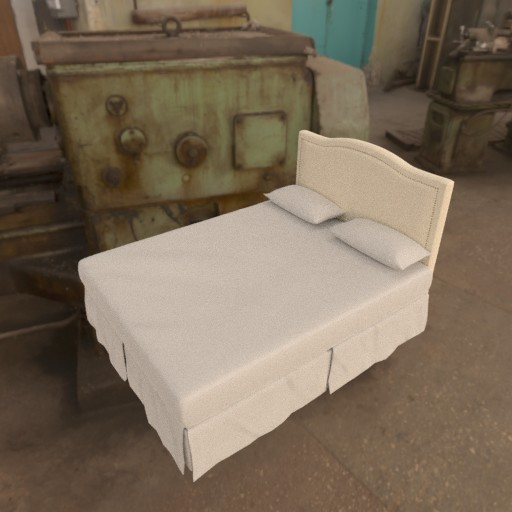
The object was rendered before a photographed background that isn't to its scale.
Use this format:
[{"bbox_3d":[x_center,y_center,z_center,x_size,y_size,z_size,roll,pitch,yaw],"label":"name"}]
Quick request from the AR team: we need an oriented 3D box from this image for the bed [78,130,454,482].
[{"bbox_3d":[0.000,0.000,3.616,2.477,1.437,1.977,-21,37,-30],"label":"bed"}]
